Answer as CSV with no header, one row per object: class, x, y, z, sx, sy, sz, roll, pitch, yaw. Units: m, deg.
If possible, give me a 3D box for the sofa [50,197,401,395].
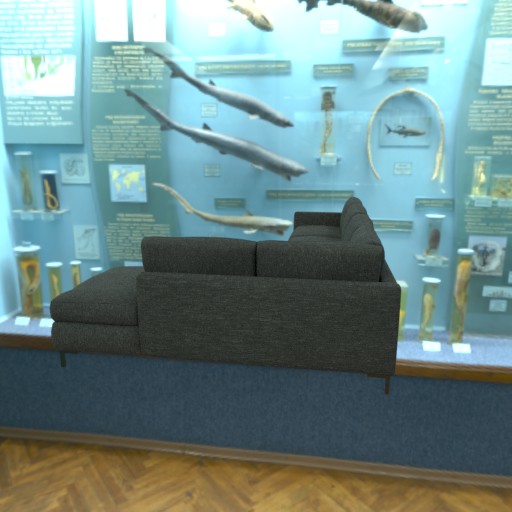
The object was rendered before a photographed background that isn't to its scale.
sofa,0.000,0.000,3.839,2.007,0.815,2.949,2,13,10
